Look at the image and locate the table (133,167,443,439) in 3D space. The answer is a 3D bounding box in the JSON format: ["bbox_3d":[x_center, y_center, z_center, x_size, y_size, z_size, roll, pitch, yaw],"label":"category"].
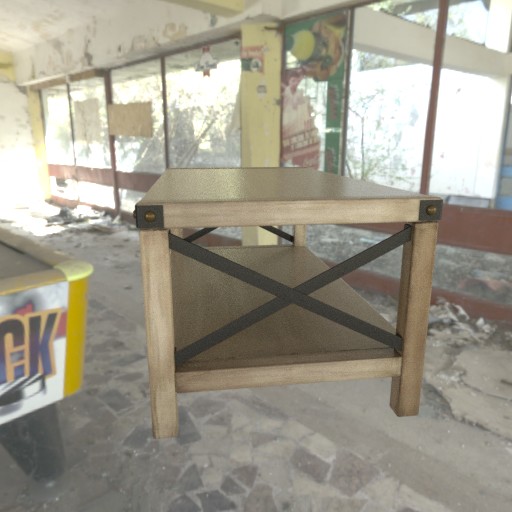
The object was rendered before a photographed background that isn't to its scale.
[{"bbox_3d":[0.000,0.000,1.301,0.559,0.456,1.016,-2,15,-8],"label":"table"}]
